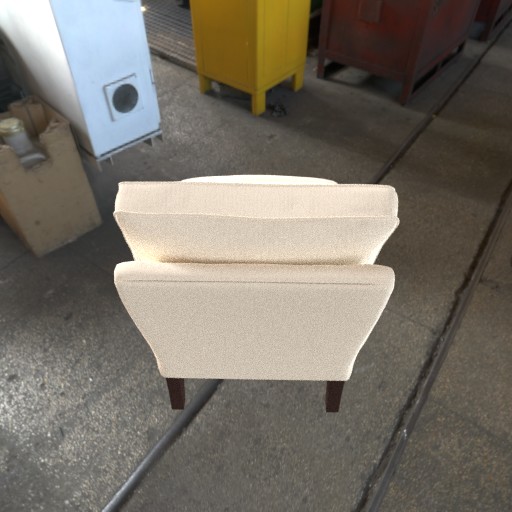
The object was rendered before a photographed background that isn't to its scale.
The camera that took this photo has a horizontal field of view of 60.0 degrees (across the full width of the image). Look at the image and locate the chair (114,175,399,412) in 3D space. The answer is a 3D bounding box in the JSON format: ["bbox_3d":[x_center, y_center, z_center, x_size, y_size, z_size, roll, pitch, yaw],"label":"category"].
[{"bbox_3d":[0.000,0.000,1.417,0.630,0.887,0.781,1,47,1],"label":"chair"}]
